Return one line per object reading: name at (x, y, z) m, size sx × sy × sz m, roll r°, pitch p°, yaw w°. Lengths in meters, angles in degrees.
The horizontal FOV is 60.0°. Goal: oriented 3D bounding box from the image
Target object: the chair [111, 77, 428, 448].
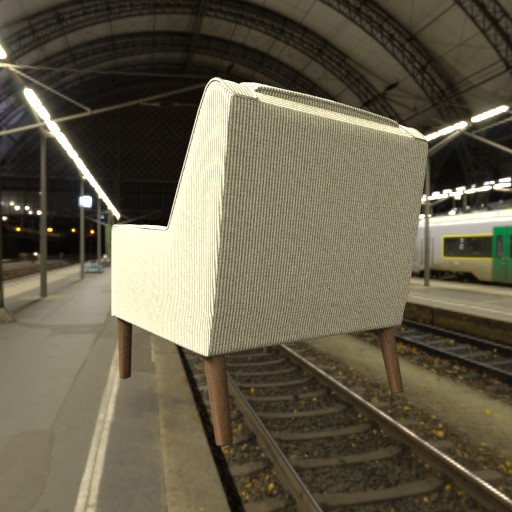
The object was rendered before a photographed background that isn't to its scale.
chair at (0.000, 0.000, 1.335) m, size 0.663 × 0.792 × 0.743 m, roll -1°, pitch 1°, yaw -36°
